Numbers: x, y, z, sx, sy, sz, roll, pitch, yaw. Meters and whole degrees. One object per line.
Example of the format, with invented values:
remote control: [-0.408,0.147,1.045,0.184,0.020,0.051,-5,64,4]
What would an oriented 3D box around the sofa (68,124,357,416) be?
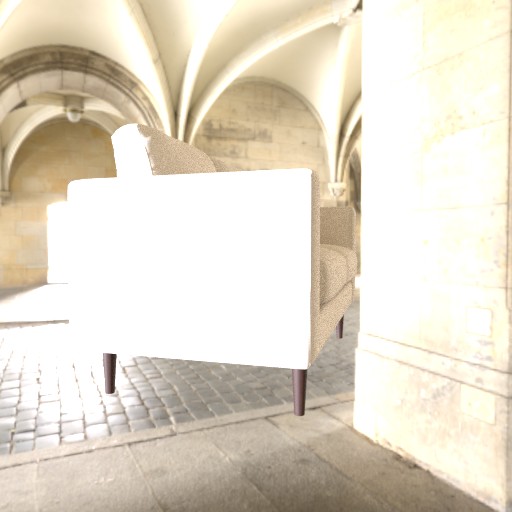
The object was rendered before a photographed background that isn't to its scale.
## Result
sofa: [0.000,0.000,1.928,0.796,0.908,1.430,1,2,17]
